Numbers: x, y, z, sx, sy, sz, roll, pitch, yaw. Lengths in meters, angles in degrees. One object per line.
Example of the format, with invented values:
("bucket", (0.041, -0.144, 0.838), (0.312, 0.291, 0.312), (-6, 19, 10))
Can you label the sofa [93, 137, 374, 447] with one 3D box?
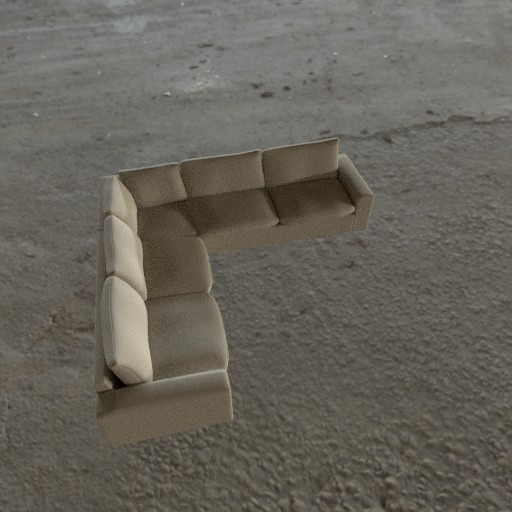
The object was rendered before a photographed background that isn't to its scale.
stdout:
("sofa", (0.000, 0.000, 4.741), (3.206, 0.918, 3.066), (-9, 46, -9))
